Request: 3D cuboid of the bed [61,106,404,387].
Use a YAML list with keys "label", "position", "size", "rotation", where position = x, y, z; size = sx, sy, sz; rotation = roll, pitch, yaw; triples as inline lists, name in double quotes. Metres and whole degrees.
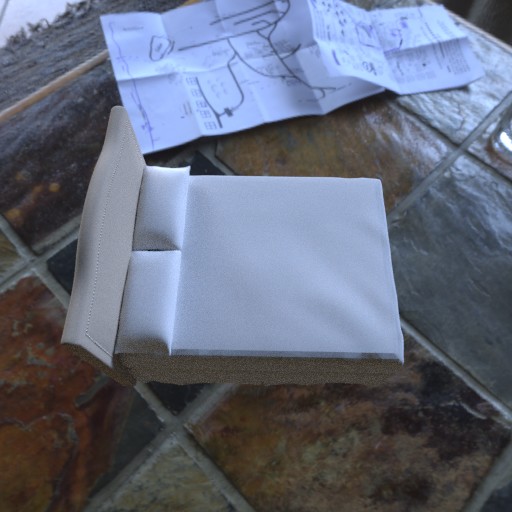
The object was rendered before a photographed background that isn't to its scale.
- label: "bed"
  position: [0.000, 0.000, 3.218]
  size: [2.052, 1.398, 1.678]
  rotation: [1, 64, 0]
